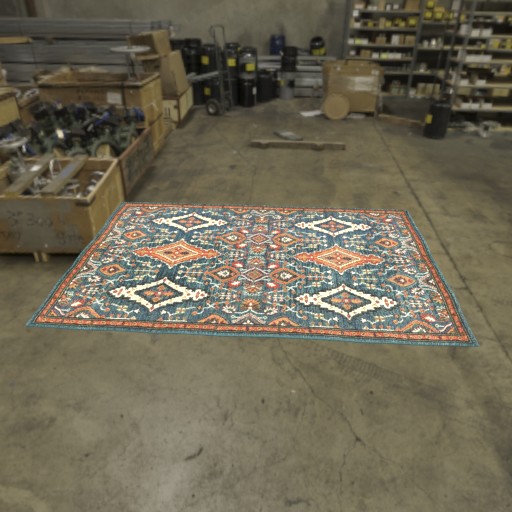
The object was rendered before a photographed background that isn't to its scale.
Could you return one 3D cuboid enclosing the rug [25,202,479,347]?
[{"bbox_3d":[0.000,0.000,2.968,2.373,0.009,1.622,2,31,3],"label":"rug"}]
